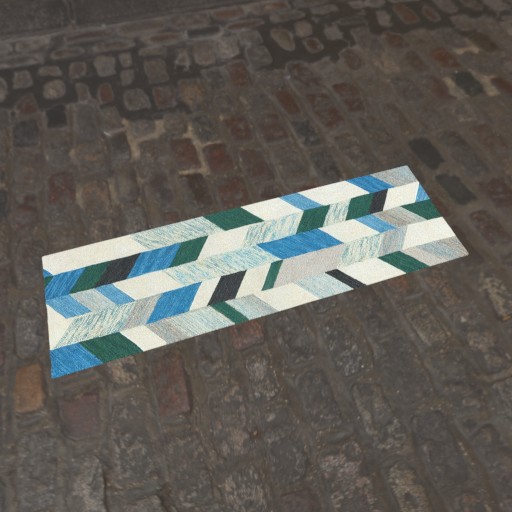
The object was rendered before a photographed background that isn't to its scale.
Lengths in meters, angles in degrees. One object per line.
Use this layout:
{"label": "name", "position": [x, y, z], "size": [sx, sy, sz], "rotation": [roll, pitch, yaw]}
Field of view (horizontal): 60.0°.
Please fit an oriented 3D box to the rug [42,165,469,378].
{"label": "rug", "position": [0.000, 0.000, 2.650], "size": [2.437, 0.008, 0.774], "rotation": [-15, 59, -9]}
